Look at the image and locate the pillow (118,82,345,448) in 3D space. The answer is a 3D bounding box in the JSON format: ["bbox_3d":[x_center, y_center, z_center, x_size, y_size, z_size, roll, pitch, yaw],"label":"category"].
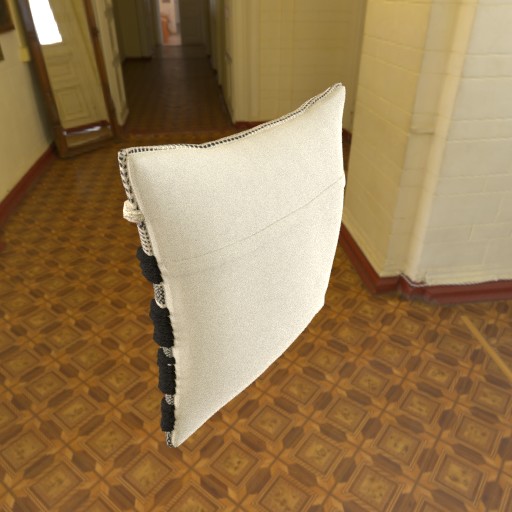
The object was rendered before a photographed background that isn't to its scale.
[{"bbox_3d":[0.000,0.000,0.669,0.156,0.438,0.436,22,37,31],"label":"pillow"}]
